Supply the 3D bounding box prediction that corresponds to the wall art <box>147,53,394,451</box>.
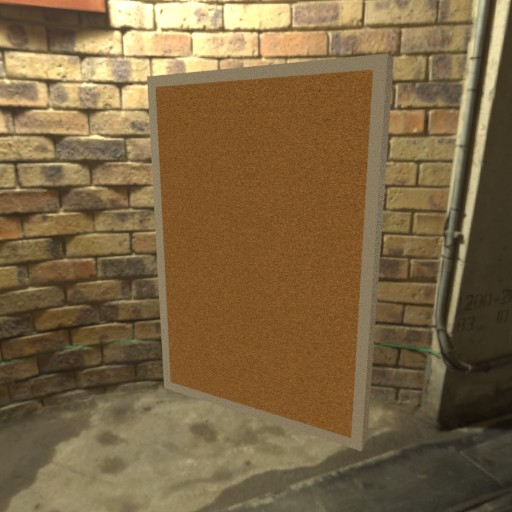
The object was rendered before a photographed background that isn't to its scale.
[{"bbox_3d":[0.000,0.000,0.832,0.450,0.657,0.038,7,16,27],"label":"wall art"}]
